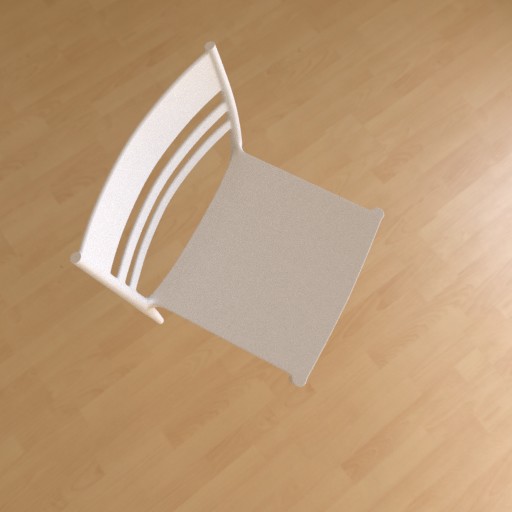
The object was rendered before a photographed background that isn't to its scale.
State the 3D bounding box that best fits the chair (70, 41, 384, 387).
[{"bbox_3d":[0.000,0.000,1.124,0.511,0.800,0.531,26,77,6],"label":"chair"}]
